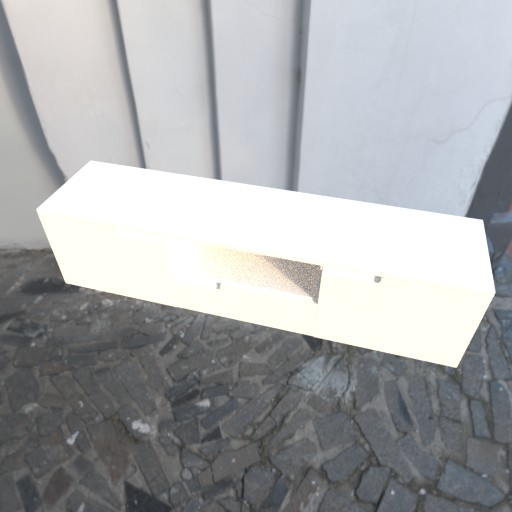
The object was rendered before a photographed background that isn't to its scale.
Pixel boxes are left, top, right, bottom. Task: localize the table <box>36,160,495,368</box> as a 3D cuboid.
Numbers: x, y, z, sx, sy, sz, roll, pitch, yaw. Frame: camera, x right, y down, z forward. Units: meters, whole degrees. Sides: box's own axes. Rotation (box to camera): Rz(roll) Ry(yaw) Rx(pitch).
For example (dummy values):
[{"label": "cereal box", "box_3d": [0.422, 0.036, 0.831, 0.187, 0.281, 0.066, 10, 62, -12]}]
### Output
[{"label": "table", "box_3d": [0.000, 0.000, 1.820, 1.650, 0.420, 0.390, 10, 43, 12]}]
